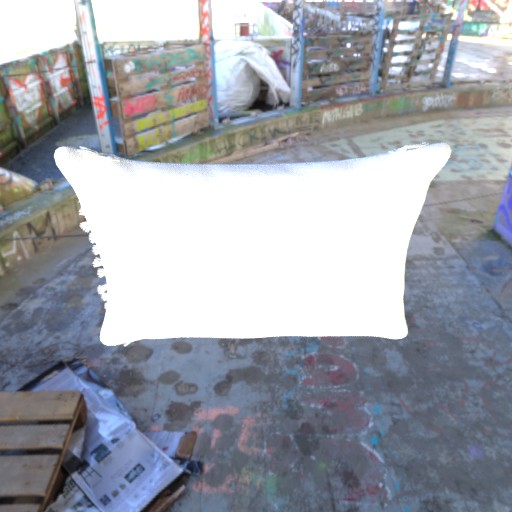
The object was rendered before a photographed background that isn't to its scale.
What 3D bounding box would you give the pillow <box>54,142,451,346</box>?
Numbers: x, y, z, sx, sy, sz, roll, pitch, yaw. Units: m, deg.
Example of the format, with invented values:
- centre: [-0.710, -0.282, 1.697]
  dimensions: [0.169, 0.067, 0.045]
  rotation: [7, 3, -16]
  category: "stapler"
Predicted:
- centre: [0.000, 0.000, 0.593]
  dimensions: [0.466, 0.305, 0.084]
  rotation: [-1, 31, -2]
  category: "pillow"
